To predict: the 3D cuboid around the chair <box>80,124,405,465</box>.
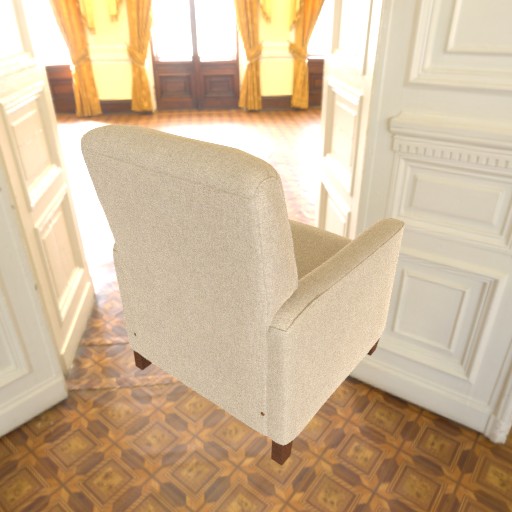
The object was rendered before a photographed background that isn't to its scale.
[{"bbox_3d":[0.000,0.000,1.640,0.845,1.023,0.859,21,36,32],"label":"chair"}]
